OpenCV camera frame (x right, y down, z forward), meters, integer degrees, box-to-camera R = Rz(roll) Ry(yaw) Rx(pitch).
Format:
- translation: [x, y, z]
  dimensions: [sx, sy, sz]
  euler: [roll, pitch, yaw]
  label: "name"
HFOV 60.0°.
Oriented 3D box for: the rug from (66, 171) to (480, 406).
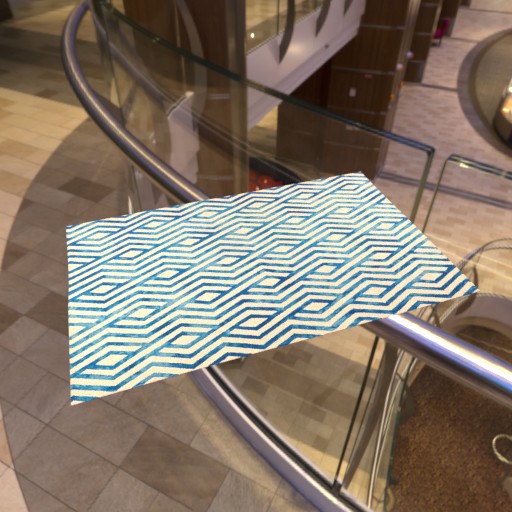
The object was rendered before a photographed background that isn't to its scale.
- translation: [0.000, 0.000, 3.019]
  dimensions: [2.439, 0.008, 1.531]
  euler: [-13, 43, -14]
  label: "rug"
